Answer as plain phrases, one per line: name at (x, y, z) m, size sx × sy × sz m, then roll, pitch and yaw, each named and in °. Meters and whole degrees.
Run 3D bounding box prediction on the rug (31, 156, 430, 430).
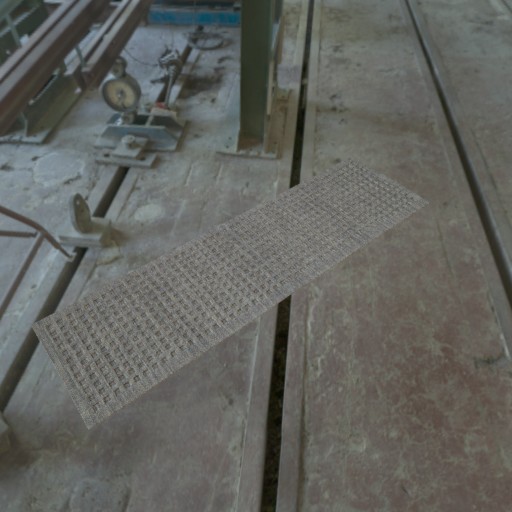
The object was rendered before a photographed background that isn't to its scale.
rug at (0.000, 0.000, 2.647) m, size 2.443 × 0.009 × 0.706 m, roll -30°, pitch 54°, yaw -25°
